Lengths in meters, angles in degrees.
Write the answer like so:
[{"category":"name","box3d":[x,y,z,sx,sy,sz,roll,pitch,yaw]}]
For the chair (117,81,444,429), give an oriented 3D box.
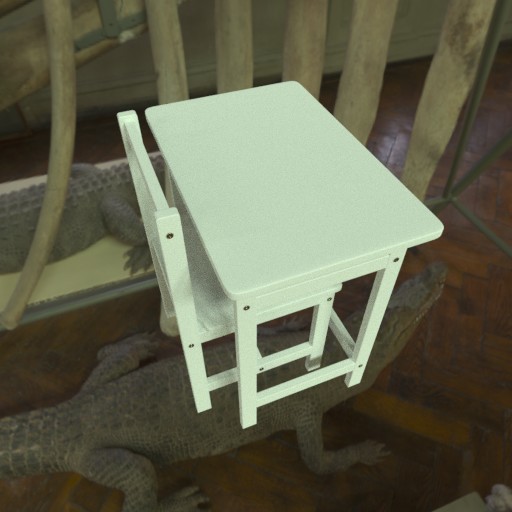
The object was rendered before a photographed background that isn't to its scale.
[{"category":"chair","box3d":[0.000,0.000,1.075,0.461,0.673,0.599,-16,49,-15]}]
